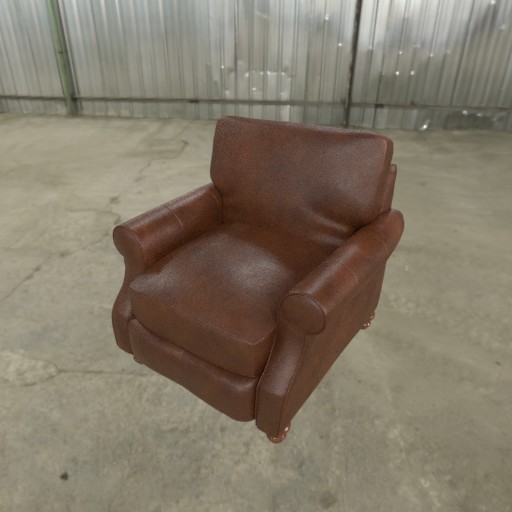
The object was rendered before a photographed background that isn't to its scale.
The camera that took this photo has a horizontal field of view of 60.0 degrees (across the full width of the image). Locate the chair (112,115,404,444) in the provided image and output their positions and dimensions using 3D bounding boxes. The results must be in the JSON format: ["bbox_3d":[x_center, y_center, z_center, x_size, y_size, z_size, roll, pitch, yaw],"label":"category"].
[{"bbox_3d":[0.000,0.000,1.848,0.989,0.972,0.992,19,35,30],"label":"chair"}]
